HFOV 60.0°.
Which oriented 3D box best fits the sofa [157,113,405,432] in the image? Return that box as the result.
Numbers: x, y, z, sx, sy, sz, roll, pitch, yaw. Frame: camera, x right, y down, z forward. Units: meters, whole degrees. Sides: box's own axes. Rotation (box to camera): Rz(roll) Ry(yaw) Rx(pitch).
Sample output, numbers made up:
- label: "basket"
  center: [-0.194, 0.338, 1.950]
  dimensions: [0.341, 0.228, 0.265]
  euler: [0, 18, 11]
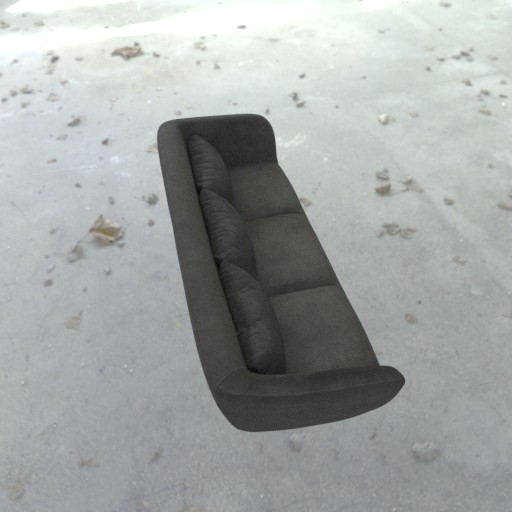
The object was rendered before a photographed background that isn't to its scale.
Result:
- label: "sofa"
  center: [0.000, 0.000, 2.796]
  dimensions: [0.956, 0.875, 2.296]
  euler: [-11, 48, -10]
